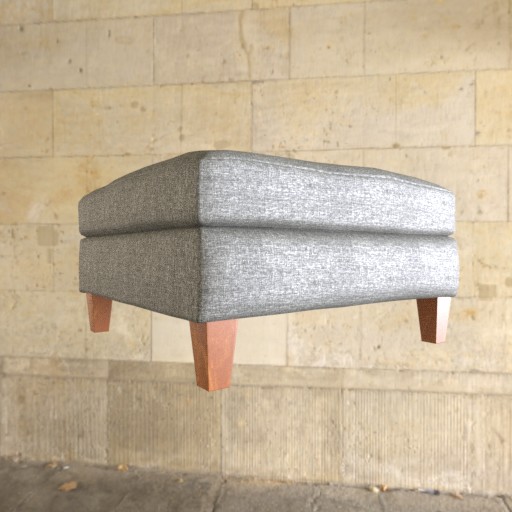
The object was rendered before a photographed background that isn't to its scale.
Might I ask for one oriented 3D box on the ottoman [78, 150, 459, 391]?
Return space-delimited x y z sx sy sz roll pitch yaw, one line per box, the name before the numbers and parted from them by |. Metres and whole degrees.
ottoman | 0.000 0.000 1.329 0.838 0.481 0.838 0 1 -36
